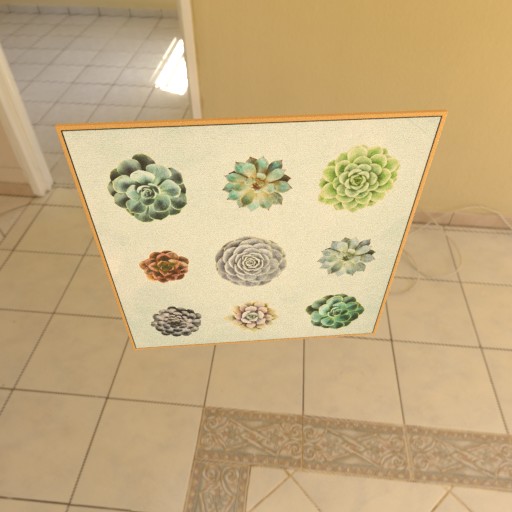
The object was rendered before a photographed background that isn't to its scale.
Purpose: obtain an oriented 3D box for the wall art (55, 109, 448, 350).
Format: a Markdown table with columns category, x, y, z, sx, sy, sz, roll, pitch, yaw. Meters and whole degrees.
| category | x | y | z | sx | sy | sz | roll | pitch | yaw |
| --- | --- | --- | --- | --- | --- | --- | --- | --- | --- |
| wall art | 0.000 | 0.000 | 1.426 | 0.962 | 0.959 | 0.013 | -3 | 45 | -3 |
